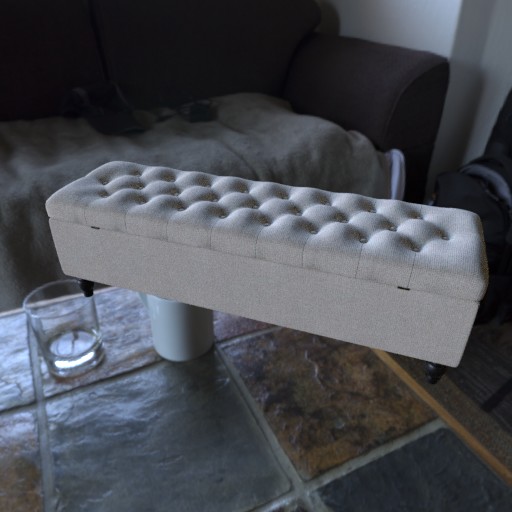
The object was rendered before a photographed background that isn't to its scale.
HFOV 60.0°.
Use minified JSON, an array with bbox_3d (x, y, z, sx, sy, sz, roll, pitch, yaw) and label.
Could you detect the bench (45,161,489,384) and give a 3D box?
[{"bbox_3d":[0.000,0.000,1.665,1.480,0.467,0.455,11,34,17],"label":"bench"}]
